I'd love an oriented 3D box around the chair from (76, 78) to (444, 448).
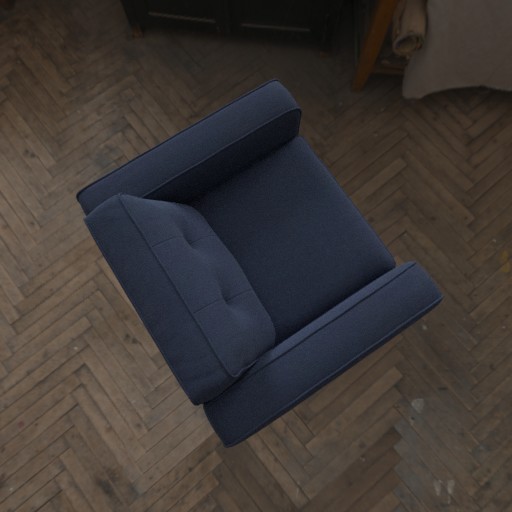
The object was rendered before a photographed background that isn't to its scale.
[{"bbox_3d":[0.000,0.000,1.804,0.953,0.783,1.118,-33,78,-8],"label":"chair"}]
